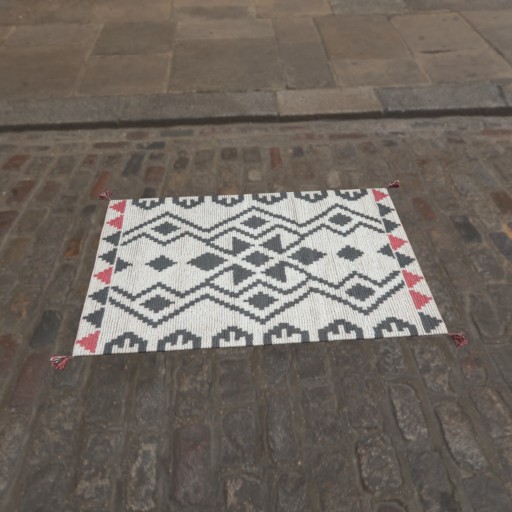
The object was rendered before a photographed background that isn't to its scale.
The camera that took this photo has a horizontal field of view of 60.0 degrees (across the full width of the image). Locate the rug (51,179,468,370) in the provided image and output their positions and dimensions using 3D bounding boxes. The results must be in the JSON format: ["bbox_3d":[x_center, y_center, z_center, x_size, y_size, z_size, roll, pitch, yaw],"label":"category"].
[{"bbox_3d":[0.000,0.000,3.360,2.672,0.066,1.741,-3,47,-3],"label":"rug"}]
